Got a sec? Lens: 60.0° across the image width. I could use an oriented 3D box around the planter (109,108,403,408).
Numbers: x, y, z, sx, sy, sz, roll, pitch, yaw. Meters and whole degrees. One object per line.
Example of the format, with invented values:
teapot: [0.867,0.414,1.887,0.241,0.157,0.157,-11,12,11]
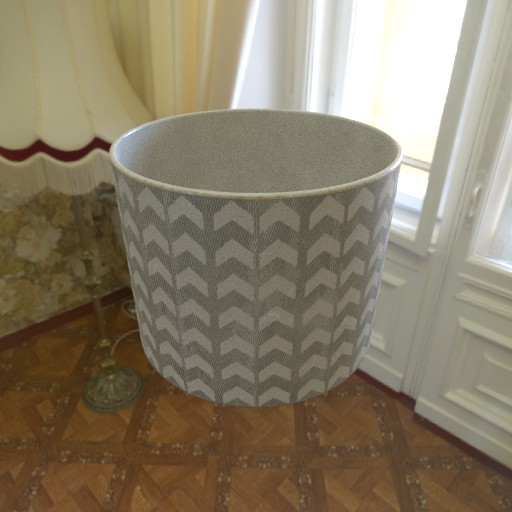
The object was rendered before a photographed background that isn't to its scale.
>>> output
planter: [0.000,0.000,0.452,0.250,0.239,0.250,0,31,0]
